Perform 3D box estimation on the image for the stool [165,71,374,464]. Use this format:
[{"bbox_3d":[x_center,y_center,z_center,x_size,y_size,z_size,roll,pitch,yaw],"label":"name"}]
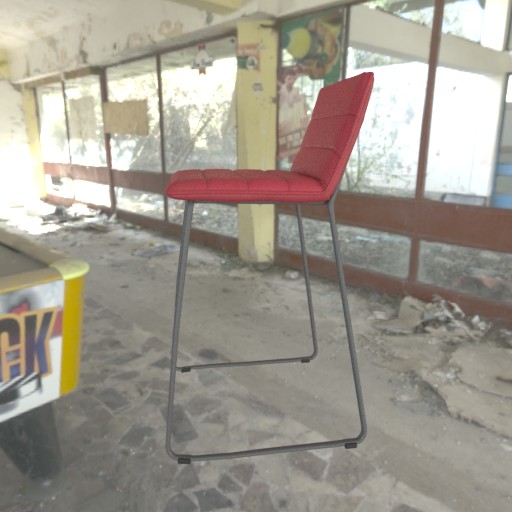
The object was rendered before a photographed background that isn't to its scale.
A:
[{"bbox_3d":[0.000,0.000,1.246,0.524,0.937,0.489,-2,15,-8],"label":"stool"}]
